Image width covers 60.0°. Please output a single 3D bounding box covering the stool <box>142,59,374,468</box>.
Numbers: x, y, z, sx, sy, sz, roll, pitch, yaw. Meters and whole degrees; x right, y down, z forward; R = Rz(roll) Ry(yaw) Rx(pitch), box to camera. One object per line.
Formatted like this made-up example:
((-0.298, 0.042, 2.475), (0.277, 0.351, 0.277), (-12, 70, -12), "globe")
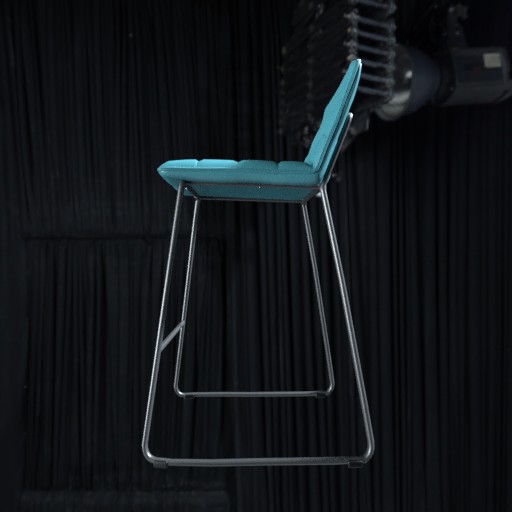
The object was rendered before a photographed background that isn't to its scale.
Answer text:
((0.000, 0.000, 1.218), (0.524, 0.936, 0.489), (0, 1, -1), "stool")
